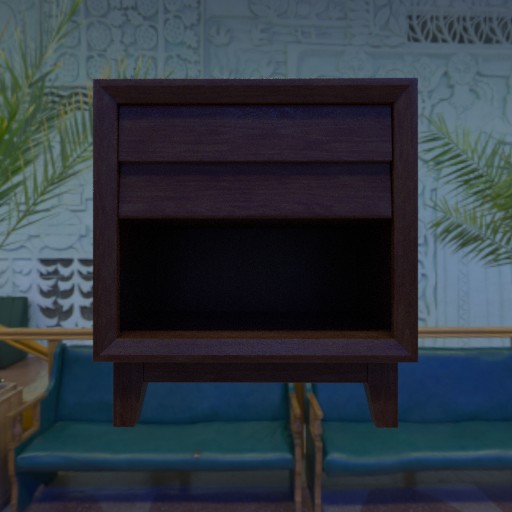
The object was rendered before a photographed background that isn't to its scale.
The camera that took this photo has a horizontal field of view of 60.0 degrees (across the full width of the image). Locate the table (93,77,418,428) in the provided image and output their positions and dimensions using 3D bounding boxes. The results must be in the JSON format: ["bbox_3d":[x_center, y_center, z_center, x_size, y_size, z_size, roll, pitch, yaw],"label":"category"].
[{"bbox_3d":[0.000,0.000,0.983,0.557,0.609,0.449,0,0,0],"label":"table"}]
